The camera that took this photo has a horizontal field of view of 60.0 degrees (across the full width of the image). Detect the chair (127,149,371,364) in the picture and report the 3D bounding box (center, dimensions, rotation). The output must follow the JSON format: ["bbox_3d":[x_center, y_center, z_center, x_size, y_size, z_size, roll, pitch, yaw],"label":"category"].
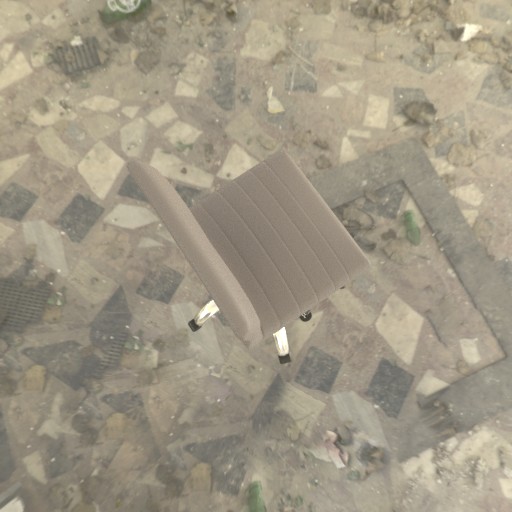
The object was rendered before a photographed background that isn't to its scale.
[{"bbox_3d":[0.000,0.000,1.162,0.530,0.780,0.556,-33,77,-8],"label":"chair"}]
